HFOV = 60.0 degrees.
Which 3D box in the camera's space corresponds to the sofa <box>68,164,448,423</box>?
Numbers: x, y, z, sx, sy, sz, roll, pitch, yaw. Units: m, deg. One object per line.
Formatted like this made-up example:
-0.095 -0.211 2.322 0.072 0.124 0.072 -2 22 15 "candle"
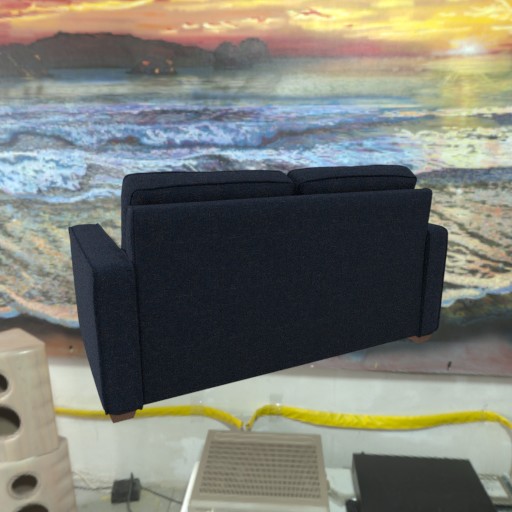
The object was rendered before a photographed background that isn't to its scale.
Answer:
0.000 0.000 2.264 1.709 0.918 0.947 -7 16 -26 "sofa"
